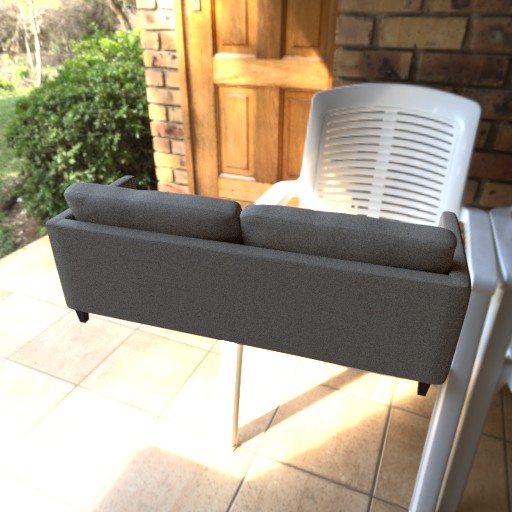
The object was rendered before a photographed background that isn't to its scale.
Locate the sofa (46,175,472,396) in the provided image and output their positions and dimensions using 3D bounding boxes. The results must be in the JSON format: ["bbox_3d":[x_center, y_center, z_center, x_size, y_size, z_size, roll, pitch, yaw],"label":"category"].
[{"bbox_3d":[0.000,0.000,2.897,2.434,0.965,0.951,9,31,15],"label":"sofa"}]
